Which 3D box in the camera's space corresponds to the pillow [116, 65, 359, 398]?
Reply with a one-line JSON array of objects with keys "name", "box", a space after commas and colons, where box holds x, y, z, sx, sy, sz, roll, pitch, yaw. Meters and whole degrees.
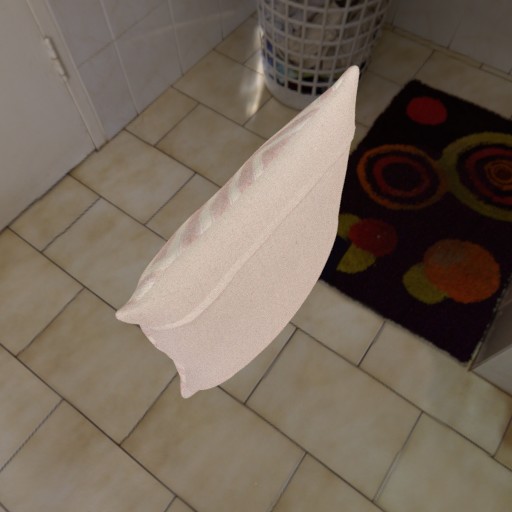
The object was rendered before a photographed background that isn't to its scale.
[{"name": "pillow", "box": [0.000, 0.000, 0.688, 0.182, 0.441, 0.440, 35, 68, 16]}]
